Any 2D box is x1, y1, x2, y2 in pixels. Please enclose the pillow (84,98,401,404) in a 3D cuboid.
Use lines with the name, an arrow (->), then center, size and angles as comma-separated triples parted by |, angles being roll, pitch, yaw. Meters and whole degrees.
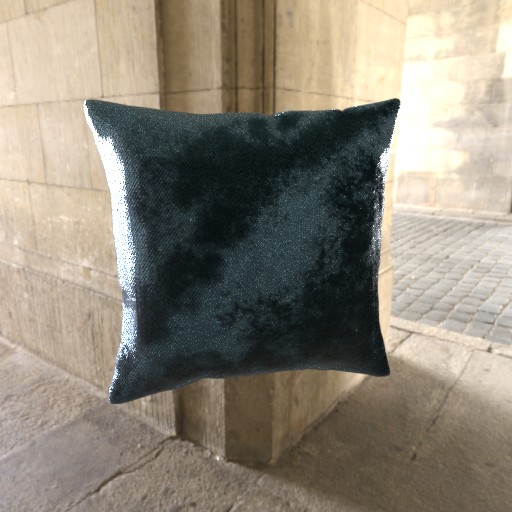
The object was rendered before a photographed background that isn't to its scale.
pillow -> 0.000, 0.000, 0.631 | 0.436, 0.430, 0.138 | -2, 15, -9
